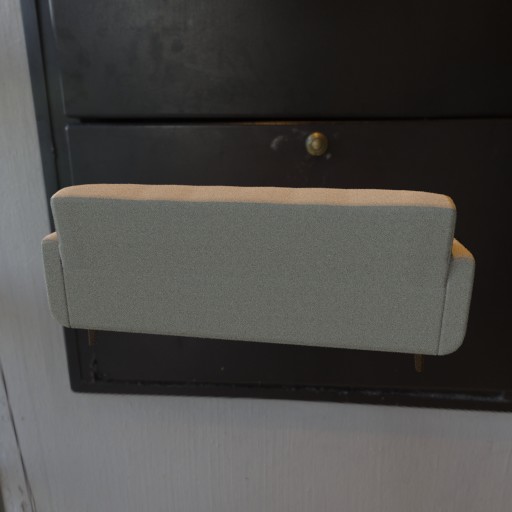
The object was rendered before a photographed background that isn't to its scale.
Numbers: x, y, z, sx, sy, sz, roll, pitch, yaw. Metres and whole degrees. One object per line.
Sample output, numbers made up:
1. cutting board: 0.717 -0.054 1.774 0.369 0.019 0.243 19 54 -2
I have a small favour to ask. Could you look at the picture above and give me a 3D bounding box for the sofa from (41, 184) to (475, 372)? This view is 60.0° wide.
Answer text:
1. sofa: 0.000 0.000 2.588 2.137 0.892 0.980 3 17 9
